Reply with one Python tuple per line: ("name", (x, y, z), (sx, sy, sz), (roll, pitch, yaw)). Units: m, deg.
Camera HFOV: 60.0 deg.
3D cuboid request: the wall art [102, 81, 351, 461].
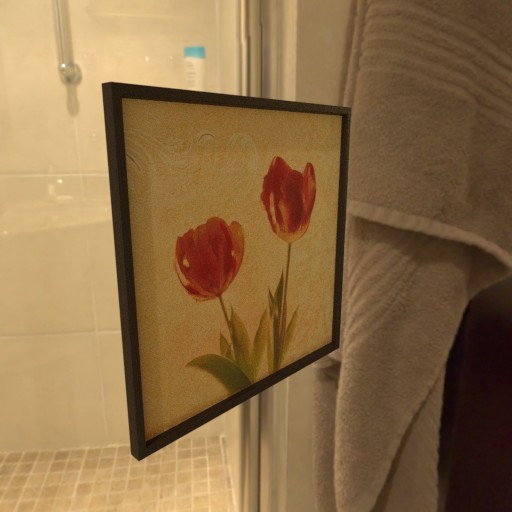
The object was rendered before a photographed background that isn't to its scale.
("wall art", (0.000, 0.000, 1.198), (0.043, 0.807, 0.805), (13, 19, 42))
